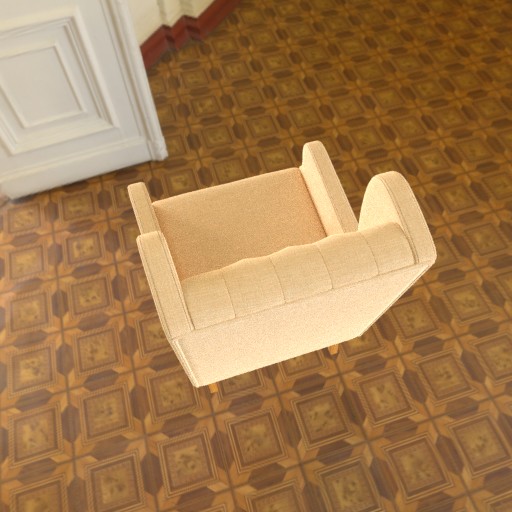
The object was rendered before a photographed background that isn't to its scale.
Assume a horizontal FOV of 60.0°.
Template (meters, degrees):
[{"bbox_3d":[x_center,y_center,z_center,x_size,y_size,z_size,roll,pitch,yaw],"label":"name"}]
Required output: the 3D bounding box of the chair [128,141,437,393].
[{"bbox_3d":[0.000,0.000,1.490,0.710,0.930,0.760,-15,60,-9],"label":"chair"}]
